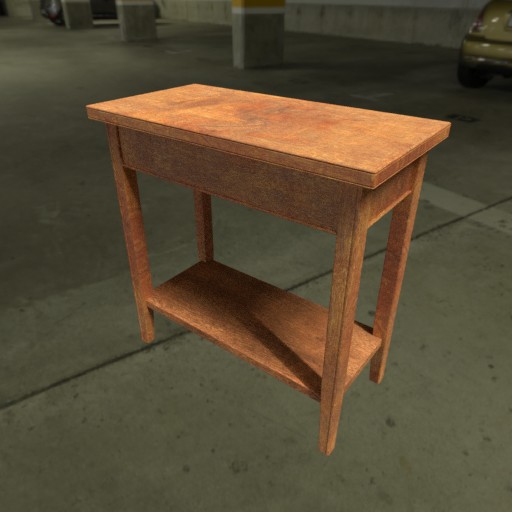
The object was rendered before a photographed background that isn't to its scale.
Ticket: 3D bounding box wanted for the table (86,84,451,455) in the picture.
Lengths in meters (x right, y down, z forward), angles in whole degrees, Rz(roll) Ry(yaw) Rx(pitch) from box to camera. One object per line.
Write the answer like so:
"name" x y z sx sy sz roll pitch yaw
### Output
"table" 0.000 0.000 0.969 0.610 0.610 0.305 21 37 32
